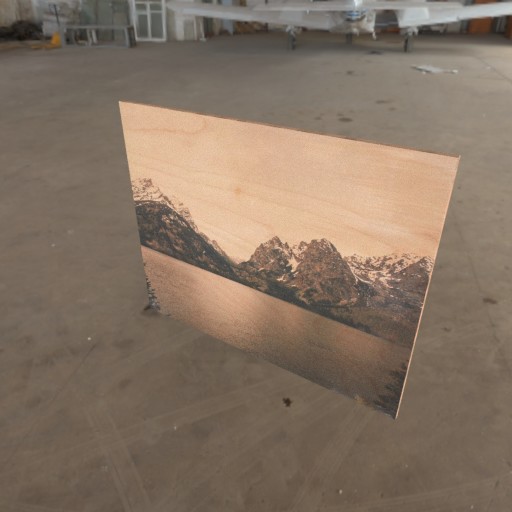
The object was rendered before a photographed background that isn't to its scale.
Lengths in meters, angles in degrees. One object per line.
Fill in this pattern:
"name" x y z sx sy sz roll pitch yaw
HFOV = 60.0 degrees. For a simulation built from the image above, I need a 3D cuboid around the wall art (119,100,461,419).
"wall art" 0.000 0.000 0.687 0.508 0.408 0.010 18 35 28
